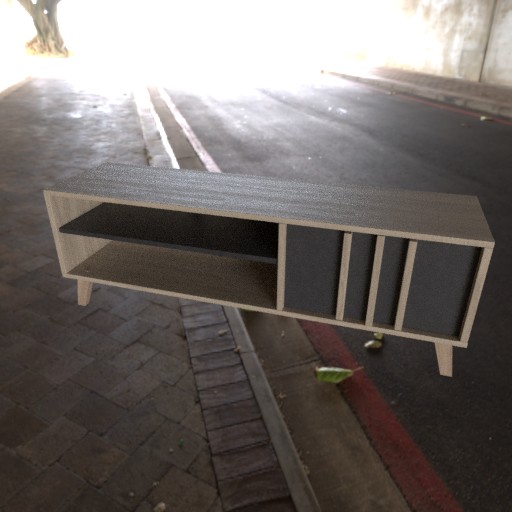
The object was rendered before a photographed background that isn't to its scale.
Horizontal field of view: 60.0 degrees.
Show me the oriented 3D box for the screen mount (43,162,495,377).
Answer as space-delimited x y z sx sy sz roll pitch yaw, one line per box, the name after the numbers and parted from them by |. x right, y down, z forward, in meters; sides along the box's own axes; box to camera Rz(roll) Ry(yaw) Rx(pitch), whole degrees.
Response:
0.000 0.000 1.701 1.500 0.509 0.401 8 28 15 | screen mount
